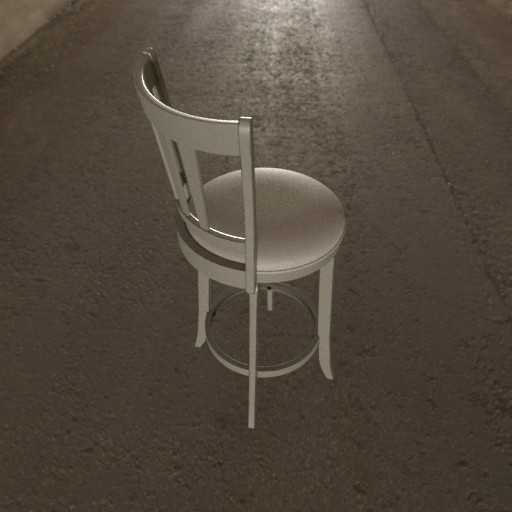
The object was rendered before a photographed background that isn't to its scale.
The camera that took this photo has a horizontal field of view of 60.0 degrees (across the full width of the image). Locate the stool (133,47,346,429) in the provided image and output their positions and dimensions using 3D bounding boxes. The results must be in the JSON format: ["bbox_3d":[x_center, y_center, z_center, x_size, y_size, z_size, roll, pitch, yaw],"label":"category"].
[{"bbox_3d":[0.000,0.000,1.237,0.475,1.042,0.436,-23,47,-24],"label":"stool"}]
